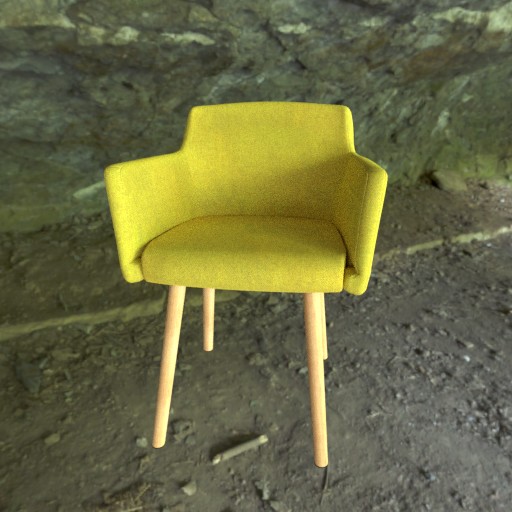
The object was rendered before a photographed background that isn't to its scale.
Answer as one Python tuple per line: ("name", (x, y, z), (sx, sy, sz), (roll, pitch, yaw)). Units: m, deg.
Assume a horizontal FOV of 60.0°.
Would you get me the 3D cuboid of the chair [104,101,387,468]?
("chair", (0.000, 0.000, 1.151), (0.570, 0.780, 0.570), (2, 17, 8))
